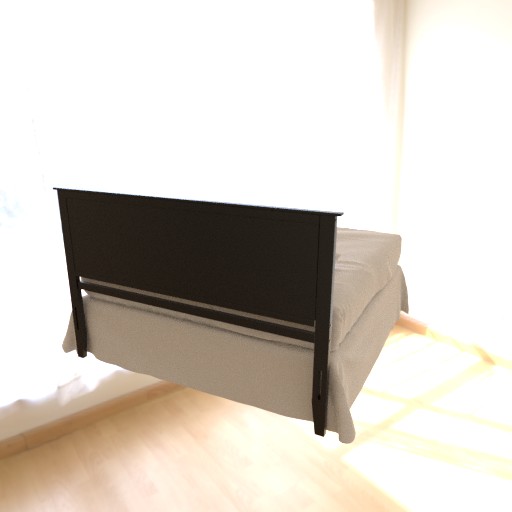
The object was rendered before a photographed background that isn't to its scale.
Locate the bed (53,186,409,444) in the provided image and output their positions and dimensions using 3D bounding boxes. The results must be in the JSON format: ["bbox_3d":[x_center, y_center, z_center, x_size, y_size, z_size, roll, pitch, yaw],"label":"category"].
[{"bbox_3d":[0.000,0.000,3.663,2.315,1.271,2.219,8,18,26],"label":"bed"}]
